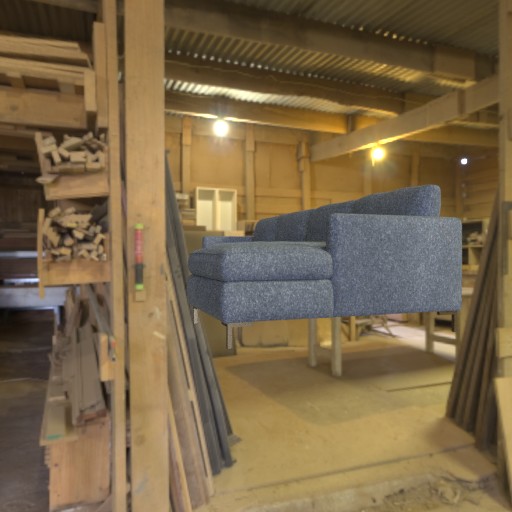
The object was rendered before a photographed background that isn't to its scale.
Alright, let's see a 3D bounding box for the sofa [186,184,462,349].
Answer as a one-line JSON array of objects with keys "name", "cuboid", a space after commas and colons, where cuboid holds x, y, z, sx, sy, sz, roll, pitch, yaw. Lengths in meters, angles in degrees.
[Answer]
[{"name": "sofa", "cuboid": [0.000, 0.000, 3.499, 1.350, 0.810, 2.932, 0, 0, -19]}]
